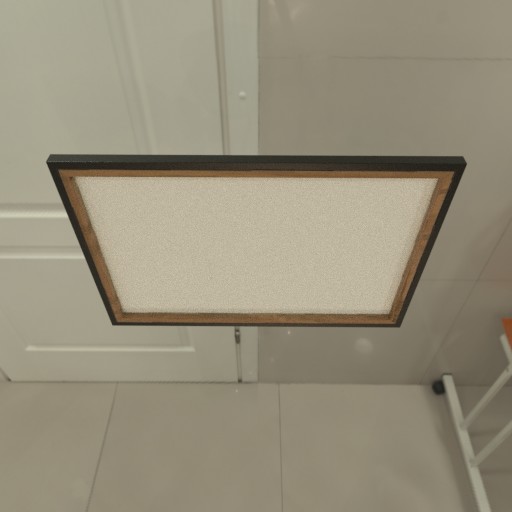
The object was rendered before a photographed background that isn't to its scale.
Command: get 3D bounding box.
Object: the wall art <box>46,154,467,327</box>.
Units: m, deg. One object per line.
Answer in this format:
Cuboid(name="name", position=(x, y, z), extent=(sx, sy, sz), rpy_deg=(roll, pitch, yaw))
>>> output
Cuboid(name="wall art", position=(0.000, 0.000, 0.861), extent=(0.659, 0.446, 0.022), rpy_deg=(0, 46, 0))
